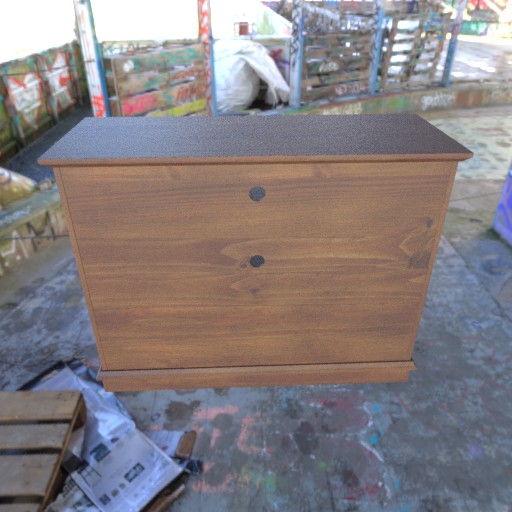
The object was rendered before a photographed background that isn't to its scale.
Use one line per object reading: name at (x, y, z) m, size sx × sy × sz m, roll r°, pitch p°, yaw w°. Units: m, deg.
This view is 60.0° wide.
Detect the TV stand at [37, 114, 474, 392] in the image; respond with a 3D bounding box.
TV stand at (0.000, 0.000, 1.464) m, size 1.067 × 0.813 × 0.406 m, roll -1°, pitch 31°, yaw -2°
